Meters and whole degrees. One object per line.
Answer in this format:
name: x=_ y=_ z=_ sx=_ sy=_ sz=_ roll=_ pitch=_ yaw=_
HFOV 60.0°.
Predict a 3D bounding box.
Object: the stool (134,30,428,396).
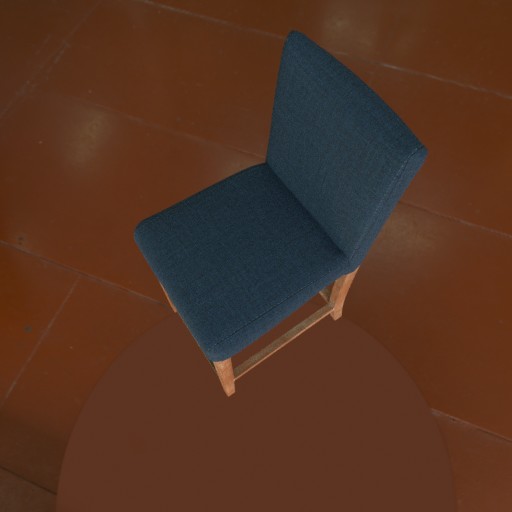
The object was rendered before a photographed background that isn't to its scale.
stool: x=0.000 y=0.000 z=1.324 sx=0.567 sy=1.039 sz=0.454 roll=-31 pitch=68 yaw=-15
